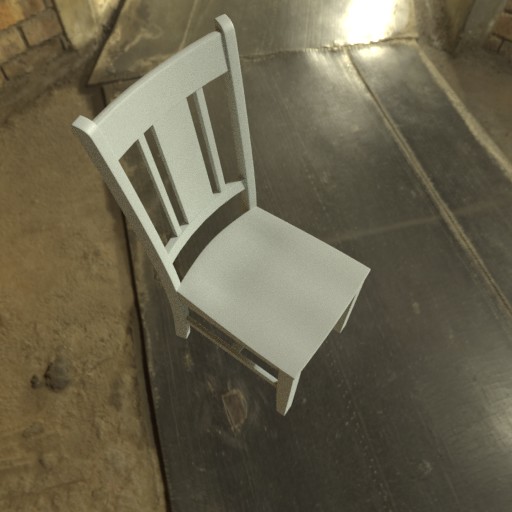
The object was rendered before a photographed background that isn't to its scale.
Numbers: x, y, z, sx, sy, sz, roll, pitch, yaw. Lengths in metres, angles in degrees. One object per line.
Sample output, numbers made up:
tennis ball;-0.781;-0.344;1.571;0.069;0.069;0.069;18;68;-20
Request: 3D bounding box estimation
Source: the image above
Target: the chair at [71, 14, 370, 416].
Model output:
chair;0.000;0.000;1.244;0.555;0.998;0.450;32;63;18
